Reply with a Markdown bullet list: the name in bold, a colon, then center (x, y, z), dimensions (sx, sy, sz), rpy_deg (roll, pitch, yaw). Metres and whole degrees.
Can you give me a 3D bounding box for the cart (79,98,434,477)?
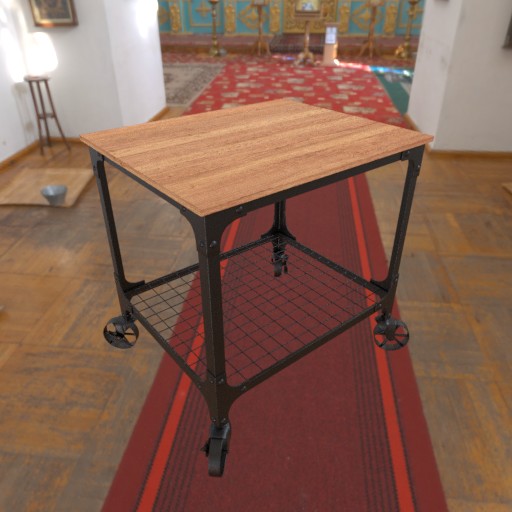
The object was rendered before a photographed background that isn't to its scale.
- **cart**: center (0.000, 0.000, 1.104), dimensions (0.666, 0.603, 0.558), rpy_deg (-23, 38, -32)
